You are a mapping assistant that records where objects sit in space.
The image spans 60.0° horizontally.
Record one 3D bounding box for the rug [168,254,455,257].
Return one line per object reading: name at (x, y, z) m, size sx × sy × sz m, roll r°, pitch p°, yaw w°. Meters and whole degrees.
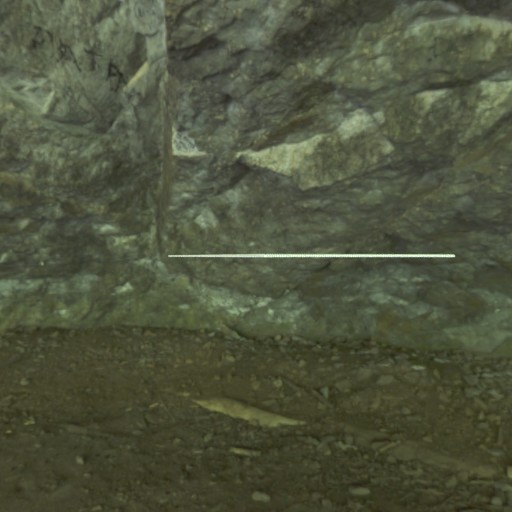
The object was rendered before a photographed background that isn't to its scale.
rug at (0.000, 0.000, 1.996) m, size 0.562 × 0.009 × 1.824 m, roll 0°, pitch 0°, yaw -18°
